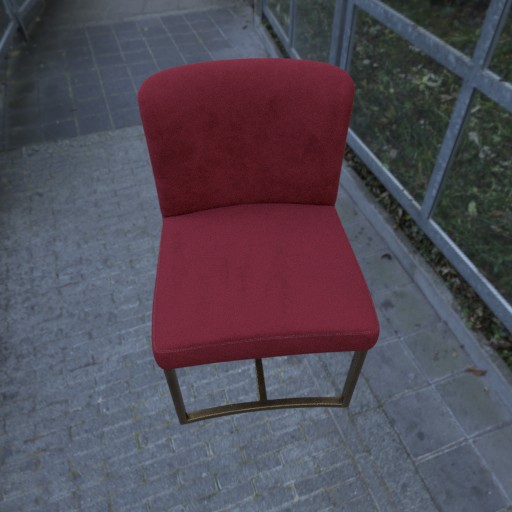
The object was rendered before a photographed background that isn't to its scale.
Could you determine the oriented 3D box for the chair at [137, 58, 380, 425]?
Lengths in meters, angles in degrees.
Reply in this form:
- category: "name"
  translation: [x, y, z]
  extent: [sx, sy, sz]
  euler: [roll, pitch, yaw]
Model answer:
- category: "chair"
  translation: [0.000, 0.000, 1.171]
  extent: [0.530, 0.824, 0.560]
  euler: [-5, 47, -4]
